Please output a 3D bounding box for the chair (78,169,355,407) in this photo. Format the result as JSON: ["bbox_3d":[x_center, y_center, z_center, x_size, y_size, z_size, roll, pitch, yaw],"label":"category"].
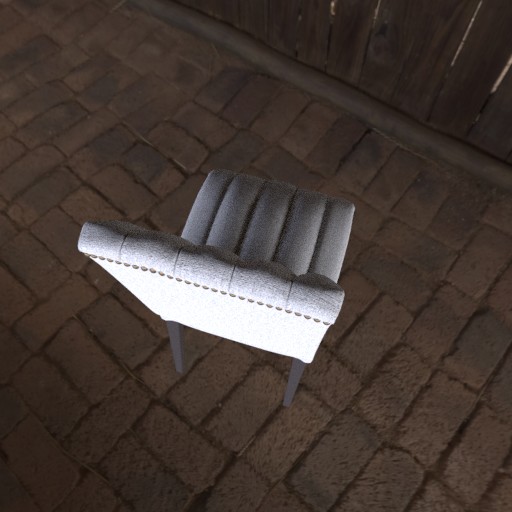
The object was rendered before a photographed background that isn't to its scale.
[{"bbox_3d":[0.000,0.000,1.327,0.511,1.016,0.647,15,63,8],"label":"chair"}]
